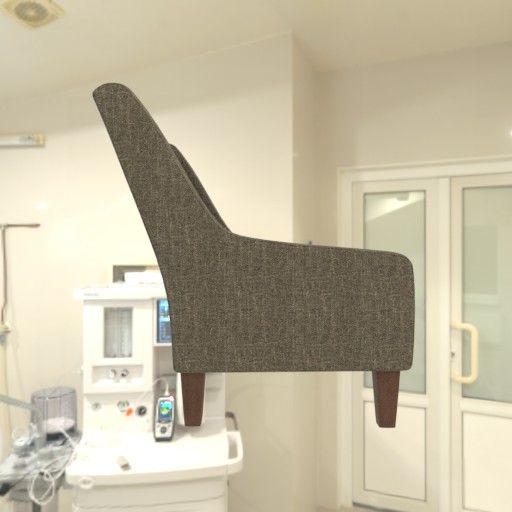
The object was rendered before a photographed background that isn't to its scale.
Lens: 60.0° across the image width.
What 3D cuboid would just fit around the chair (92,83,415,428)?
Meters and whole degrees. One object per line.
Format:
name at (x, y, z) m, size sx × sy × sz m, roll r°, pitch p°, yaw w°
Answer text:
chair at (0.000, 0.000, 1.658) m, size 0.944 × 1.012 × 0.793 m, roll 0°, pitch 0°, yaw 1°
